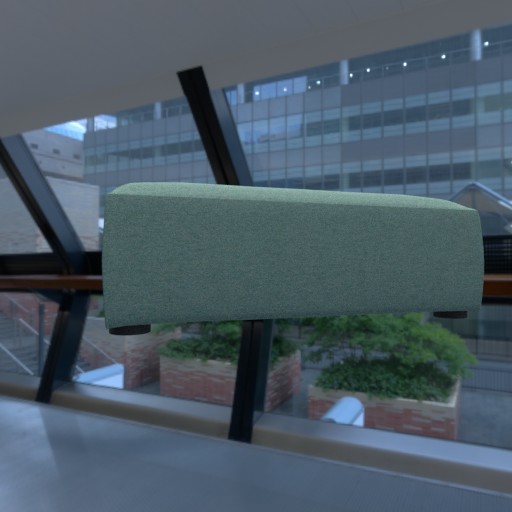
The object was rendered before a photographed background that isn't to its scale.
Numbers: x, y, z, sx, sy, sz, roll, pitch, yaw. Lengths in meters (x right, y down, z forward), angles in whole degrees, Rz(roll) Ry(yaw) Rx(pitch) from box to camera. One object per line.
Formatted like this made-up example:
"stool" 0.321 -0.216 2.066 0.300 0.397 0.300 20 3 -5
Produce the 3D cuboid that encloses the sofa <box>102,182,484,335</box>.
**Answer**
"sofa" 0.000 0.000 1.437 0.930 0.330 0.930 0 -1 -18
